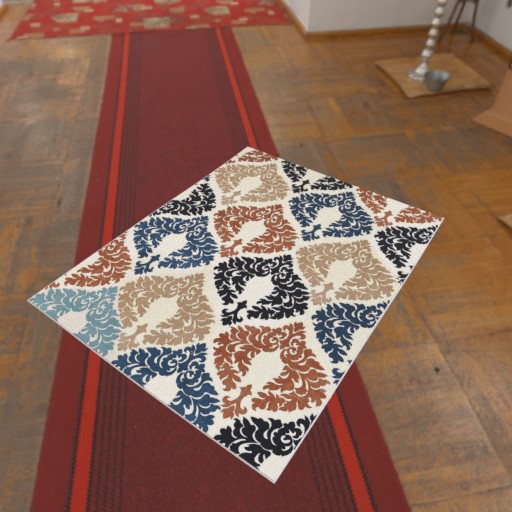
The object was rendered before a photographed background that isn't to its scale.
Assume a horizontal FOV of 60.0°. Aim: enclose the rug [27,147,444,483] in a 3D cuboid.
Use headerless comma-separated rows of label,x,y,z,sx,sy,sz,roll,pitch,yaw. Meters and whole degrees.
rug,0.000,0.000,3.980,2.423,0.014,3.040,26,49,25
